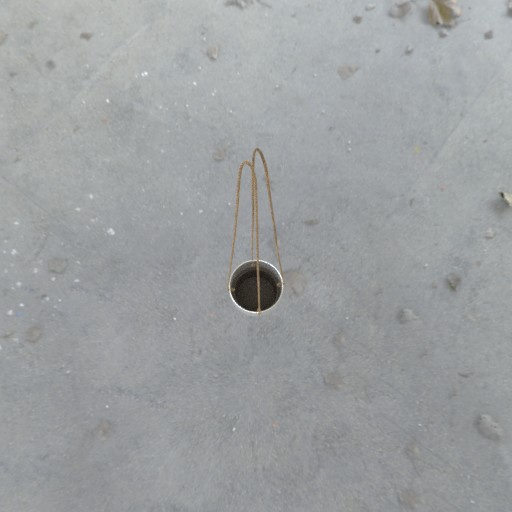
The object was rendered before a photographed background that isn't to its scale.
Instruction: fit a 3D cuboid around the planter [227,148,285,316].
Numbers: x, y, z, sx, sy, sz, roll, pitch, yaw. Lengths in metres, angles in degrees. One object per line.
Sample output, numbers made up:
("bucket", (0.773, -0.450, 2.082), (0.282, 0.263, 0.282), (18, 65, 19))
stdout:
("planter", (0.000, 0.000, 1.151), (0.187, 1.073, 0.187), (37, 77, 10))
